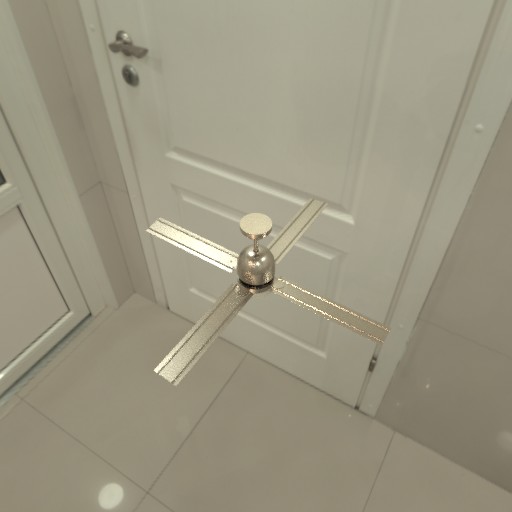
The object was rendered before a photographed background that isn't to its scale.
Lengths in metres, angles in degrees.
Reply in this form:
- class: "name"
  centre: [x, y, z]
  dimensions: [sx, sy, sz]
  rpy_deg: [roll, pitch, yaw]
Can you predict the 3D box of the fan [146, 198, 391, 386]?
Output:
- class: "fan"
  centre: [0.000, 0.000, 2.080]
  dimensions: [1.346, 0.406, 1.346]
  rpy_deg: [24, 50, 21]
